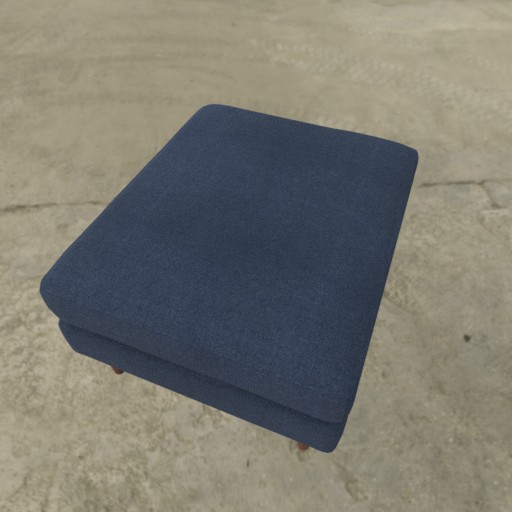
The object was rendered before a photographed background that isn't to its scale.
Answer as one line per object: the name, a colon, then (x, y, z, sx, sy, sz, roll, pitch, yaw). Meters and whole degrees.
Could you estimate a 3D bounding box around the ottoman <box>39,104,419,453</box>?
ottoman: (0.000, 0.000, 1.224, 0.693, 0.474, 0.821, 17, 51, 14)
